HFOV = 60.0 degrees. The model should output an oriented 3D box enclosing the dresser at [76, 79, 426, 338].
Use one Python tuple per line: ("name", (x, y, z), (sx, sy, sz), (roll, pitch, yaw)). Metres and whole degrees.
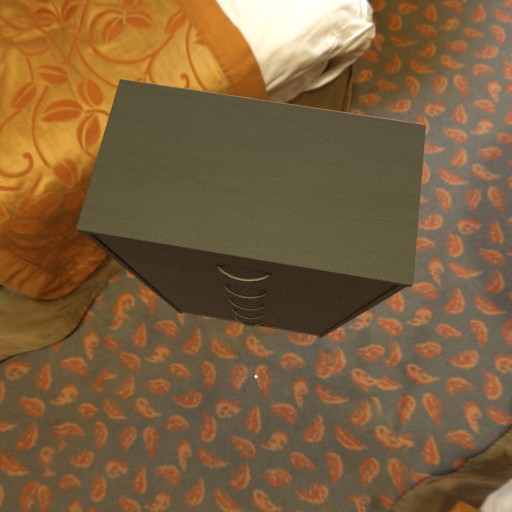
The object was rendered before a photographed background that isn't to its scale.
("dresser", (0.000, 0.000, 1.560), (0.704, 1.255, 0.399), (9, 75, 3))
